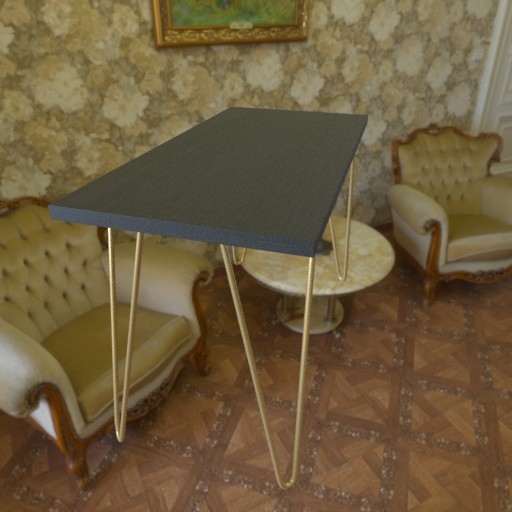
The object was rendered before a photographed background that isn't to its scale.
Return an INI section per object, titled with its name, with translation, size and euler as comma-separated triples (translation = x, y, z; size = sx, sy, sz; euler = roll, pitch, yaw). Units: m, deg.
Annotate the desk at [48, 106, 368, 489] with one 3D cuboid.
[desk]
translation = 0.000, 0.000, 1.328
size = 0.499, 0.660, 0.991
euler = 9, 30, 15
